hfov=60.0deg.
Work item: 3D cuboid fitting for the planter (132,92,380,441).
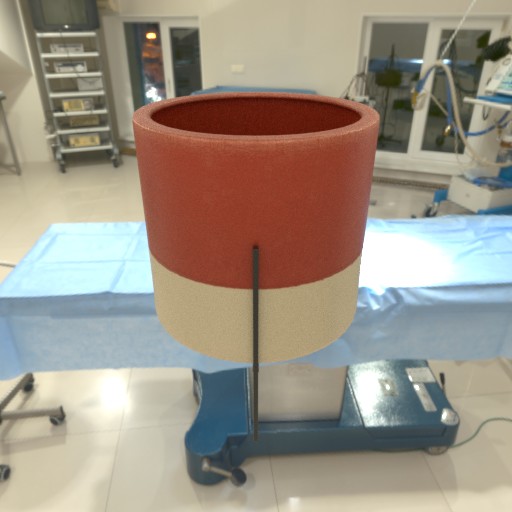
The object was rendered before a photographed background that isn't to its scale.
[{"bbox_3d":[0.000,0.000,0.733,0.345,0.465,0.354,0,29,0],"label":"planter"}]
